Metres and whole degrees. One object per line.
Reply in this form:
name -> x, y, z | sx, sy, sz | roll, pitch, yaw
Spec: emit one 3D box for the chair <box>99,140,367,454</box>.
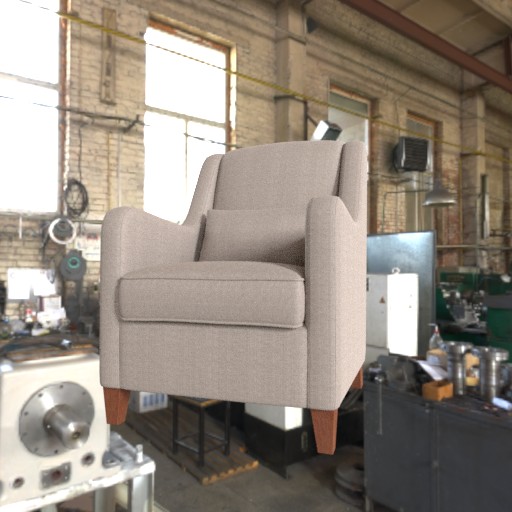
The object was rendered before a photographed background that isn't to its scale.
chair -> 0.000, 0.000, 1.596 | 0.715, 1.017, 0.890 | -1, -2, 19
